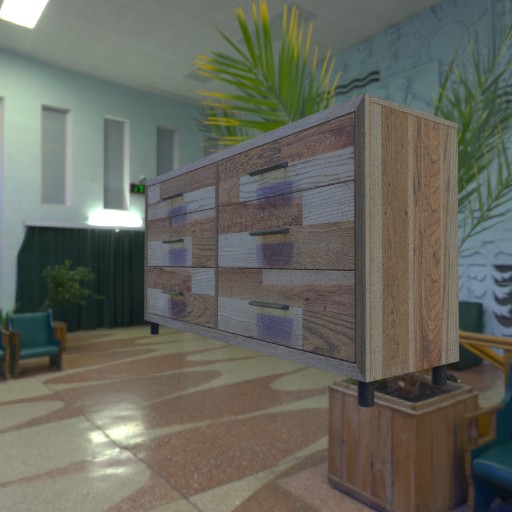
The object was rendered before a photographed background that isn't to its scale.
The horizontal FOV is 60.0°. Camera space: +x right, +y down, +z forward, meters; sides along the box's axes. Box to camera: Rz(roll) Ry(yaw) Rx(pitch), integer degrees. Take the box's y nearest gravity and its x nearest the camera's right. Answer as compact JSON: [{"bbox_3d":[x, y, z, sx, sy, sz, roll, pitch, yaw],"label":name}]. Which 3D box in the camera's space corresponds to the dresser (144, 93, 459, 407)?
[{"bbox_3d":[0.000,0.000,1.903,0.487,0.834,1.547,1,-1,-35],"label":"dresser"}]
